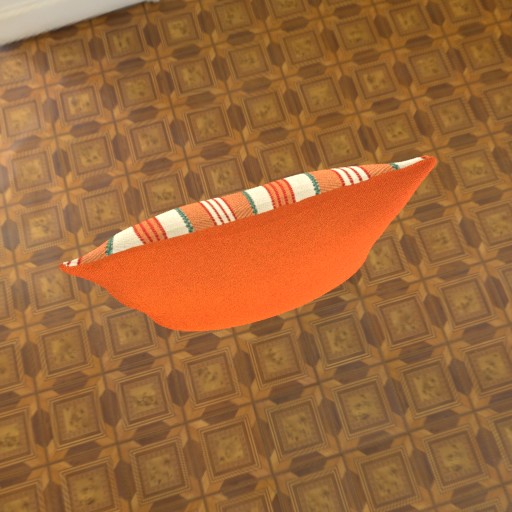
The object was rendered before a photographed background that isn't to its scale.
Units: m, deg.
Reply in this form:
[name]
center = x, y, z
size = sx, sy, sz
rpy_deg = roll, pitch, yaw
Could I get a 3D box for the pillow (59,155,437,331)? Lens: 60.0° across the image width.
[pillow]
center = 0.000, 0.000, 0.689
size = 0.440, 0.441, 0.182
rpy_deg = -16, 77, -4
